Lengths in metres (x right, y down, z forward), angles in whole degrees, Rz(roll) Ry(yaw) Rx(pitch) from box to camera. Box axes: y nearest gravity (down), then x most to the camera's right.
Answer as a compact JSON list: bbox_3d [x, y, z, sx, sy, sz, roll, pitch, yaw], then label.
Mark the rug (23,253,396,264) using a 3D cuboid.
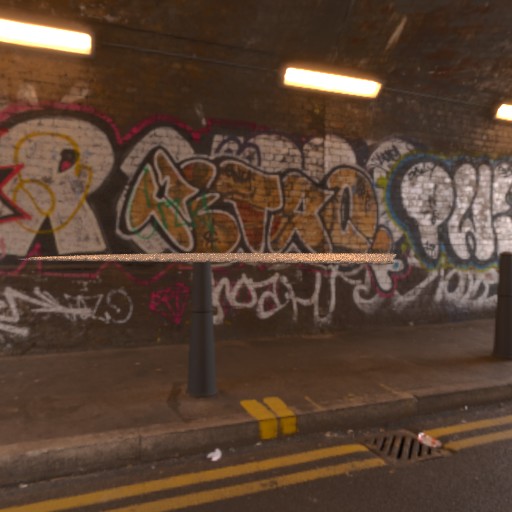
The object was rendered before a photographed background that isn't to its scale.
[{"bbox_3d":[0.000,0.000,4.802,2.892,0.036,3.585,0,1,18],"label":"rug"}]
